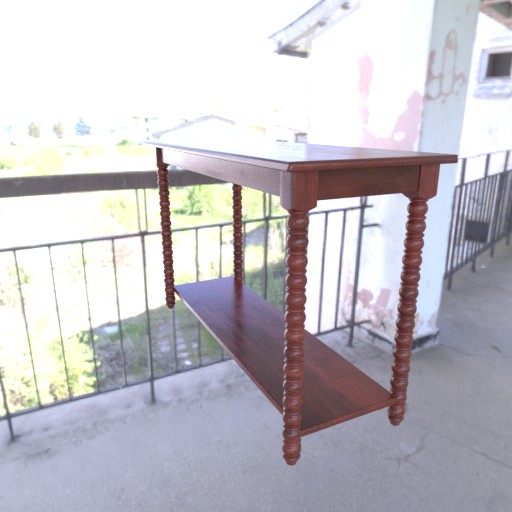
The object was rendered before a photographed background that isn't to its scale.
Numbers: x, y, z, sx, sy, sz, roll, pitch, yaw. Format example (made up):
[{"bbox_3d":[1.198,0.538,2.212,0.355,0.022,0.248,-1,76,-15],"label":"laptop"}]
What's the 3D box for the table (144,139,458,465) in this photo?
[{"bbox_3d":[0.000,0.000,1.526,0.459,0.740,1.184,-8,19,-25],"label":"table"}]
